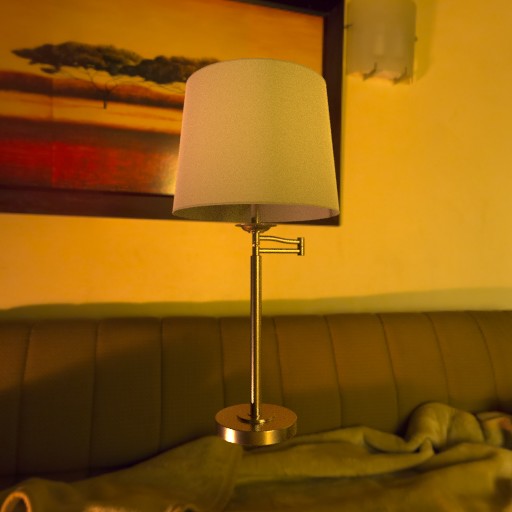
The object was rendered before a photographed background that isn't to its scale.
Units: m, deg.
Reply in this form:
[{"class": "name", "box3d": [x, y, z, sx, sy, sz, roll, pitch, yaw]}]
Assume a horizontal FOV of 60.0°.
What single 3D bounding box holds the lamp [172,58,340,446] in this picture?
[{"class": "lamp", "box3d": [0.000, 0.000, 0.896, 0.333, 0.696, 0.333, 0, -1, 0]}]
